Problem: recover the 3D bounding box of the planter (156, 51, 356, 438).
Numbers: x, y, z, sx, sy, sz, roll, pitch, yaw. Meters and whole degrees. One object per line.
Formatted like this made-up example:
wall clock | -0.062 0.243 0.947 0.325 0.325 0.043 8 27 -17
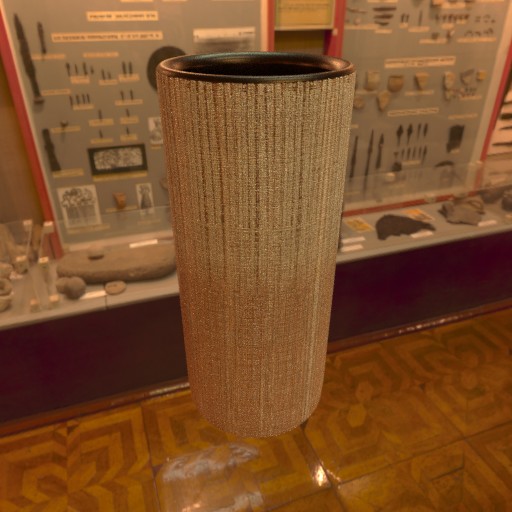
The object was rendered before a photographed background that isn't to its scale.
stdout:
planter | 0.000 0.000 0.281 0.100 0.227 0.100 -9 32 -15
